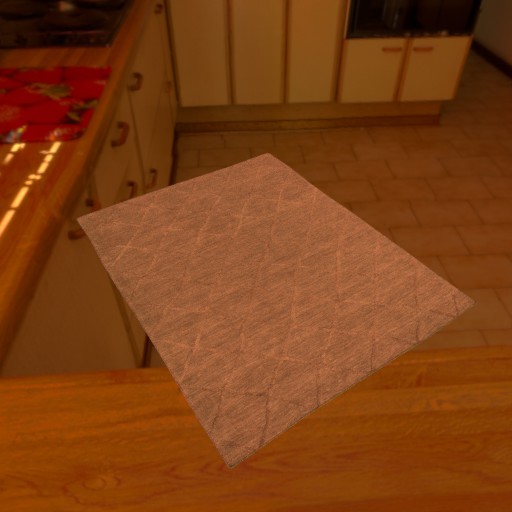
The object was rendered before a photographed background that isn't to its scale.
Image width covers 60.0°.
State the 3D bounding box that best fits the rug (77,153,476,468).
[{"bbox_3d":[0.000,0.000,4.130,2.438,0.013,3.048,-24,48,-24],"label":"rug"}]
